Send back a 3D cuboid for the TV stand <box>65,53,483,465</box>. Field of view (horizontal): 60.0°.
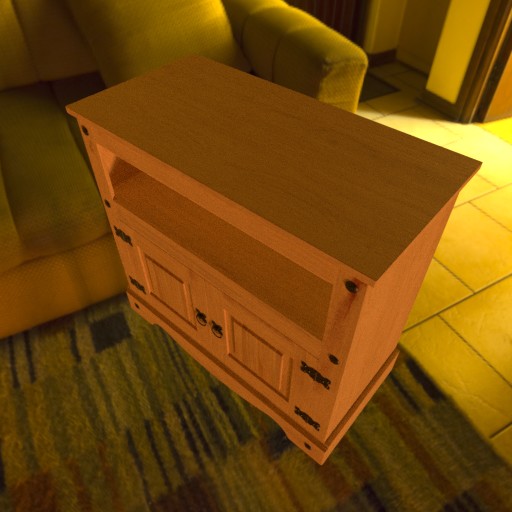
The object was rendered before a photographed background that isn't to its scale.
[{"bbox_3d":[0.000,0.000,1.265,0.851,0.787,0.430,32,54,27],"label":"TV stand"}]
